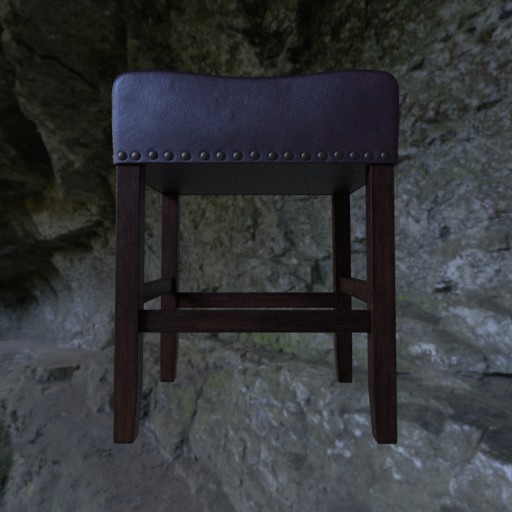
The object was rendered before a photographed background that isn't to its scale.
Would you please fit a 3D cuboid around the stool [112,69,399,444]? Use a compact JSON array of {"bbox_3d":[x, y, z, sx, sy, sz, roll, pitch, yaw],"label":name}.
[{"bbox_3d":[0.000,0.000,0.902,0.465,0.608,0.397,0,0,0],"label":"stool"}]
